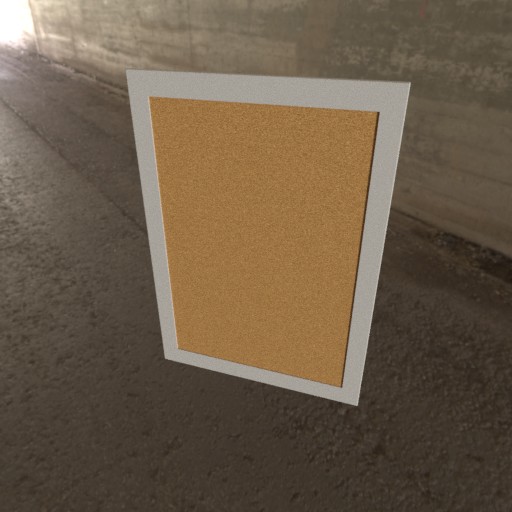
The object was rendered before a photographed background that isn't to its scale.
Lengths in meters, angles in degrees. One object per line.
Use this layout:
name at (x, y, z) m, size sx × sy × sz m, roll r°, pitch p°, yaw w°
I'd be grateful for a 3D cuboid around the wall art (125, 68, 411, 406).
wall art at (0.000, 0.000, 0.693) m, size 0.374 × 0.529 × 0.012 m, roll 9°, pitch 31°, yaw 16°
